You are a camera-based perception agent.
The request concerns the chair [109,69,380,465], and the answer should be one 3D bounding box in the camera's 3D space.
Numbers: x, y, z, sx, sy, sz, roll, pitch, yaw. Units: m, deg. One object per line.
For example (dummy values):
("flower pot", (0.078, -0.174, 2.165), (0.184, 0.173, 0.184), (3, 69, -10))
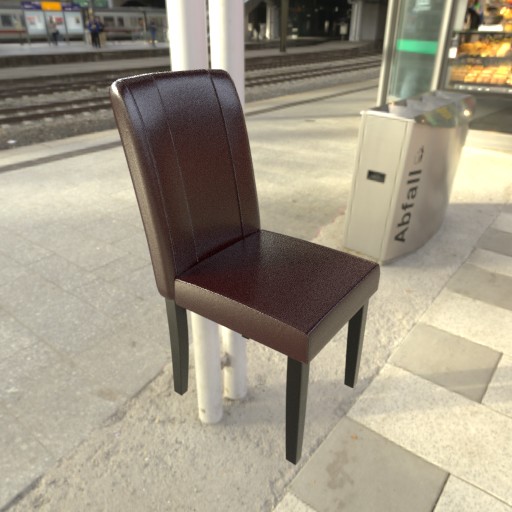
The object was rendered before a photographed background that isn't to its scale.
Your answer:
("chair", (0.000, 0.000, 1.192), (0.556, 0.897, 0.399), (19, 33, 32))
